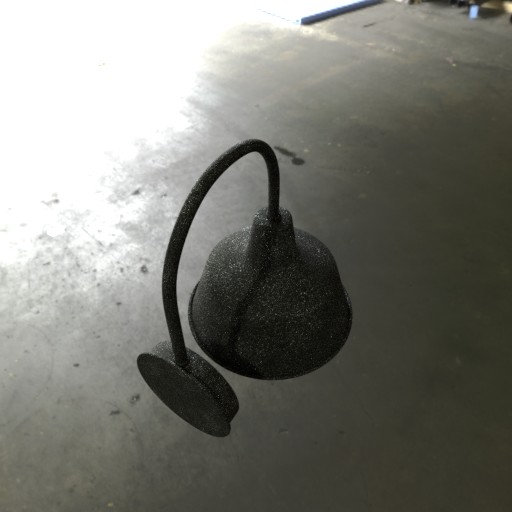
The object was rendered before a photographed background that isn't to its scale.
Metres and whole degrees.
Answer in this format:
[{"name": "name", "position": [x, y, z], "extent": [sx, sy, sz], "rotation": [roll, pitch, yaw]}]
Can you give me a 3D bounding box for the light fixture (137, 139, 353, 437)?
[{"name": "light fixture", "position": [0.000, 0.000, 0.479], "extent": [0.216, 0.300, 0.283], "rotation": [25, 50, 23]}]
